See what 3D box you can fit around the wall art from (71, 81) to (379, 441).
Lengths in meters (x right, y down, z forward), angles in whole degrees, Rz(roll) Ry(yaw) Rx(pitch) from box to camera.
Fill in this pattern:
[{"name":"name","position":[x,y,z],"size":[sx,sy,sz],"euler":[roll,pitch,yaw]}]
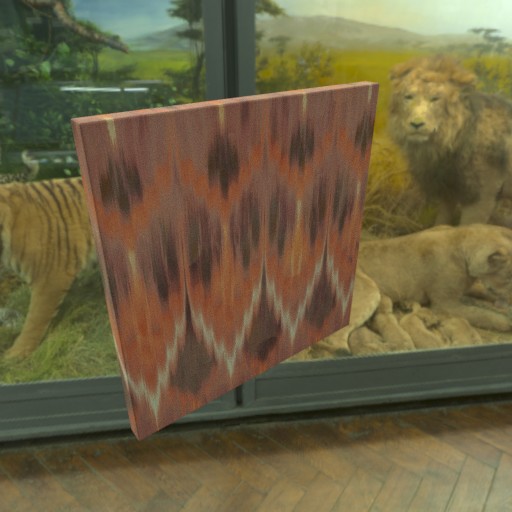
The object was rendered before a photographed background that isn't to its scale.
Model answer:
[{"name":"wall art","position":[0.000,0.000,0.891],"size":[0.603,0.609,0.037],"euler":[-20,35,-32]}]
